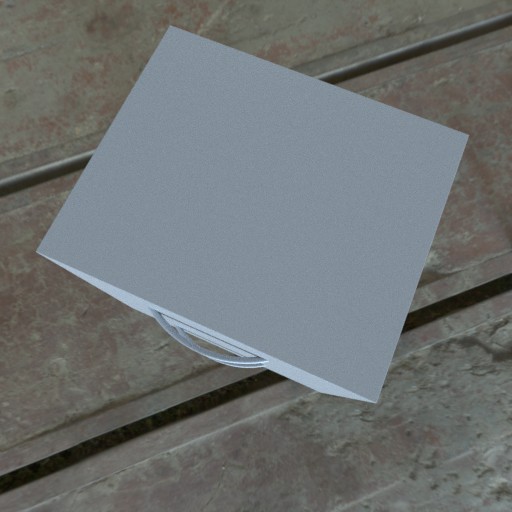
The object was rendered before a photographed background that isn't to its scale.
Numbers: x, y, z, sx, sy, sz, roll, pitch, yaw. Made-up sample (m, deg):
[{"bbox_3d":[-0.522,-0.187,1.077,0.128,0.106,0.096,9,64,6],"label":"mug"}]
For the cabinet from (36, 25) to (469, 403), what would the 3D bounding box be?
[{"bbox_3d":[0.000,0.000,0.734,0.400,0.470,0.360,23,76,6],"label":"cabinet"}]
